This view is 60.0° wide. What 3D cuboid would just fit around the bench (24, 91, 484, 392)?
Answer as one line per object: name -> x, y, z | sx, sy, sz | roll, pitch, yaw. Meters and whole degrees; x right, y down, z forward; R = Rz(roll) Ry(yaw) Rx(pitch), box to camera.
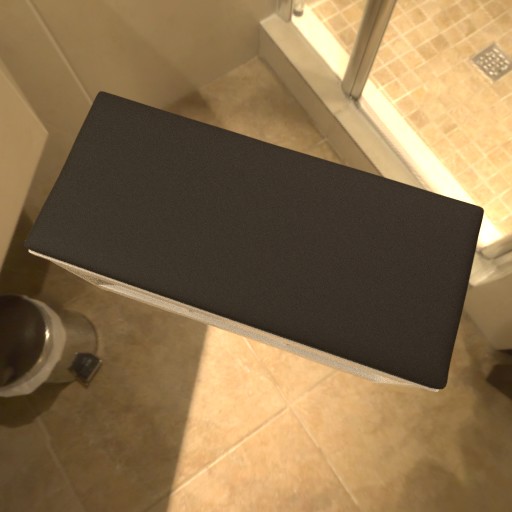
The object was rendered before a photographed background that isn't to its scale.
bench -> 0.000, 0.000, 1.161 | 0.899, 0.500, 0.401 | 18, 76, 5
